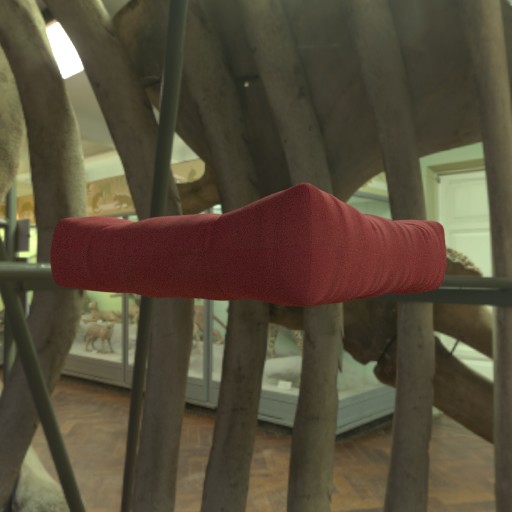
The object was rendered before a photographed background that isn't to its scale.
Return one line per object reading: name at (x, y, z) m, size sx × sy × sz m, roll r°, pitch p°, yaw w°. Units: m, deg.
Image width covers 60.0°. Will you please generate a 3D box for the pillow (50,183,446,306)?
pillow at (0.000, 0.000, 0.726) m, size 0.490 × 0.128 × 0.468 m, roll -1°, pitch -2°, yaw 37°
